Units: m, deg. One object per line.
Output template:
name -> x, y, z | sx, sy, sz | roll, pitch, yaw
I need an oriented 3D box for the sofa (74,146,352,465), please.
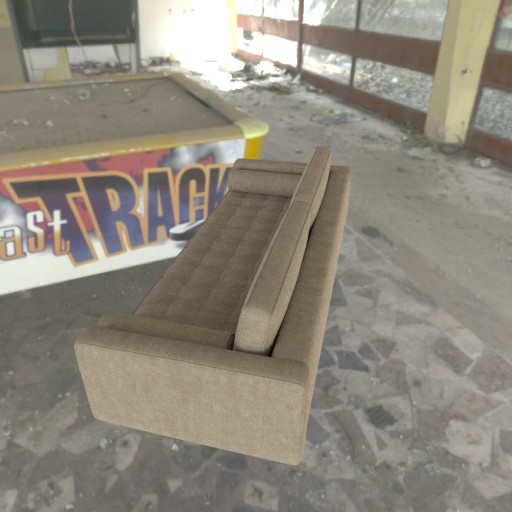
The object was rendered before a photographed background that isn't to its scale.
sofa -> 0.000, 0.000, 2.566 | 0.919, 0.770, 2.200 | 8, 32, 12
